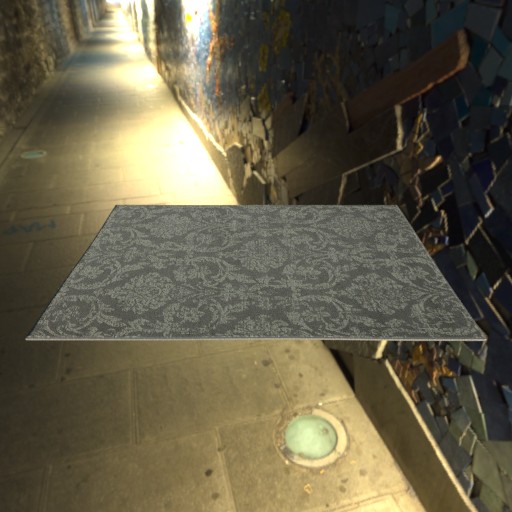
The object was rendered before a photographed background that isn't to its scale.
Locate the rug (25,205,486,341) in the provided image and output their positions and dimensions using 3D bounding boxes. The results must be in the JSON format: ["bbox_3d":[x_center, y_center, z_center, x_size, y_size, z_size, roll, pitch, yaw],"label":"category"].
[{"bbox_3d":[0.000,0.000,2.796,2.206,0.014,1.578,0,30,0],"label":"rug"}]
